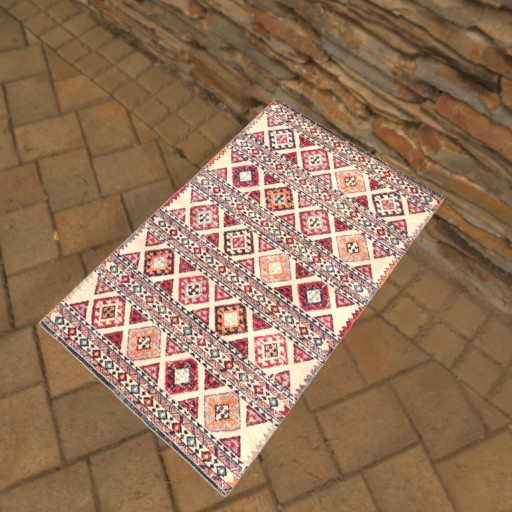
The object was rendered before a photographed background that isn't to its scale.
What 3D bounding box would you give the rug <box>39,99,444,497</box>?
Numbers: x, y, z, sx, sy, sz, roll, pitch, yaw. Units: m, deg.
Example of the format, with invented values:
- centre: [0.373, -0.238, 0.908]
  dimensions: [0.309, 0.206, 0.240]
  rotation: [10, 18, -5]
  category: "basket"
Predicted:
- centre: [0.000, 0.000, 2.977]
  dimensions: [1.545, 0.010, 2.440]
  rotation: [36, 69, 16]
  category: "rug"
